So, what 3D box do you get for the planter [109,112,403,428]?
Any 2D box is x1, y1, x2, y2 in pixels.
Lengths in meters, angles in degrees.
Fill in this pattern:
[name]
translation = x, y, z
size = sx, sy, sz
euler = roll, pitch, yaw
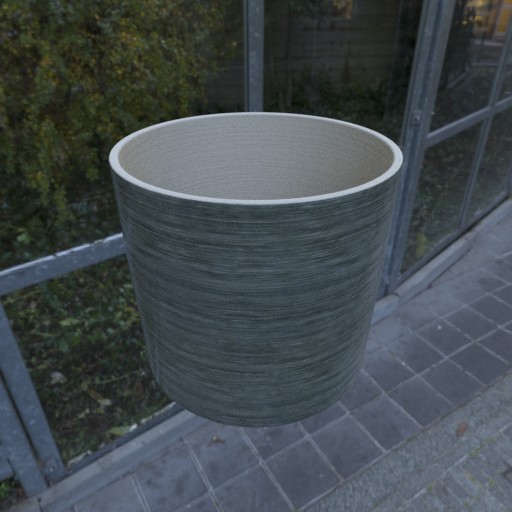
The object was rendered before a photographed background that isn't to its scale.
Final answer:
[planter]
translation = 0.000, 0.000, 0.398
size = 0.221, 0.201, 0.221
euler = 0, 31, 0
